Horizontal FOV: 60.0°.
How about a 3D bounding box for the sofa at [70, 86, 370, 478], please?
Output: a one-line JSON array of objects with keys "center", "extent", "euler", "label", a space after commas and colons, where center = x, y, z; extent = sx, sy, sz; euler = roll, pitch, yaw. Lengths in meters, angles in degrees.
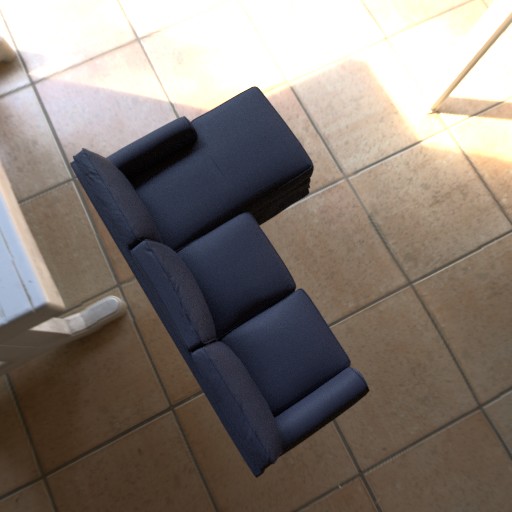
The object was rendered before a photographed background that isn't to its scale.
[{"center": [0.000, 0.000, 3.351], "extent": [1.637, 1.039, 2.518], "euler": [-32, 78, -7], "label": "sofa"}]
